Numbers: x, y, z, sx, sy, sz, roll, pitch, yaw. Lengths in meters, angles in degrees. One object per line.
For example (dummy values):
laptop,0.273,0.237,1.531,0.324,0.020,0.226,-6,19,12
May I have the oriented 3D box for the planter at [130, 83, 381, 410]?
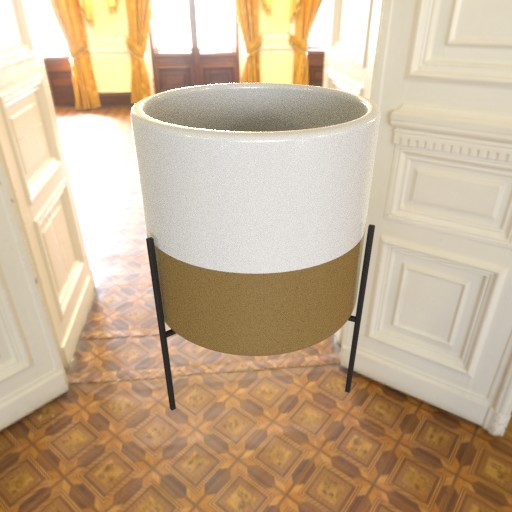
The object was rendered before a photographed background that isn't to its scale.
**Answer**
planter,0.000,0.000,0.648,0.310,0.432,0.310,21,37,32
